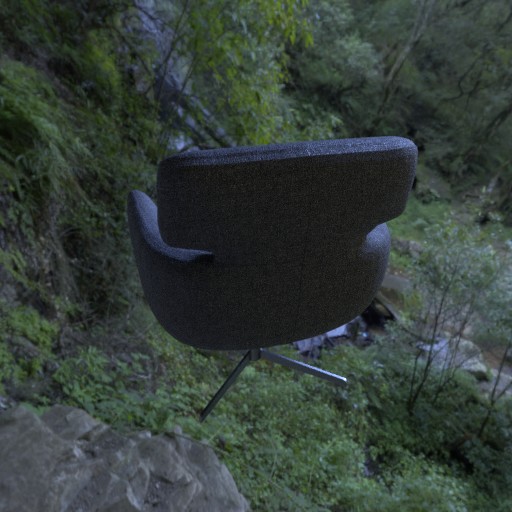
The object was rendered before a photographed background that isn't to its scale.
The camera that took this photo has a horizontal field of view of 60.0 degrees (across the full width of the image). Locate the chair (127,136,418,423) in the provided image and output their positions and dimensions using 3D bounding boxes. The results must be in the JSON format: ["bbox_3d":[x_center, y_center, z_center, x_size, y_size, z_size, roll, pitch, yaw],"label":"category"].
[{"bbox_3d":[0.000,0.000,1.344,0.706,0.812,0.715,-8,28,-16],"label":"chair"}]
